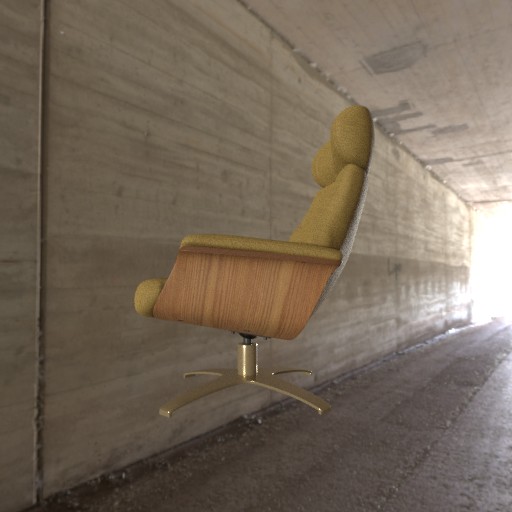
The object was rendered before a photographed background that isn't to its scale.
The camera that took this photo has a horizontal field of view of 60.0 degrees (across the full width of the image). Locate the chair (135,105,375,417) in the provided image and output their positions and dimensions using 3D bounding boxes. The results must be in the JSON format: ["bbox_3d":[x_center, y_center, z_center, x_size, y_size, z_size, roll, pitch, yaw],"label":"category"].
[{"bbox_3d":[0.000,0.000,1.639,0.837,0.995,0.785,0,-2,-1],"label":"chair"}]
